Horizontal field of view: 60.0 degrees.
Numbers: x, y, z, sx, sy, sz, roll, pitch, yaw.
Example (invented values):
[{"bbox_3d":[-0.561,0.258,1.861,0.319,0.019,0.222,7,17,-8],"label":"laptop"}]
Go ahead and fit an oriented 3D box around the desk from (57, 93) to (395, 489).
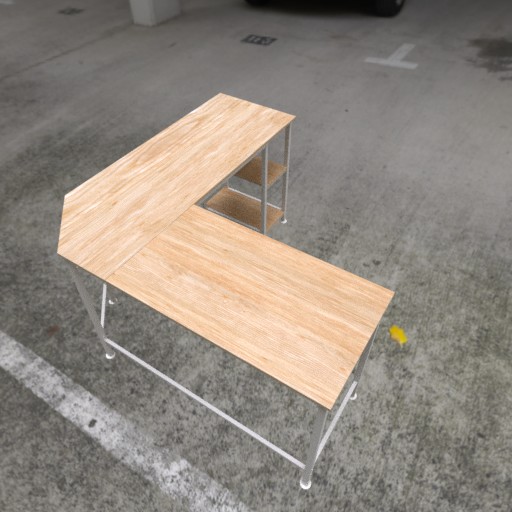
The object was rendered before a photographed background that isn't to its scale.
[{"bbox_3d":[0.000,0.000,2.159,1.379,0.739,1.379,25,51,22],"label":"desk"}]
